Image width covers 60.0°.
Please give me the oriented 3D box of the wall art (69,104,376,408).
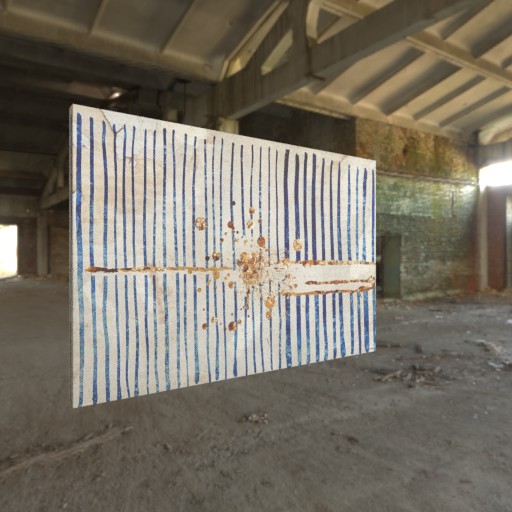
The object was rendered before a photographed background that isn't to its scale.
[{"bbox_3d":[0.000,0.000,1.447,1.143,0.757,0.038,0,0,-35],"label":"wall art"}]
